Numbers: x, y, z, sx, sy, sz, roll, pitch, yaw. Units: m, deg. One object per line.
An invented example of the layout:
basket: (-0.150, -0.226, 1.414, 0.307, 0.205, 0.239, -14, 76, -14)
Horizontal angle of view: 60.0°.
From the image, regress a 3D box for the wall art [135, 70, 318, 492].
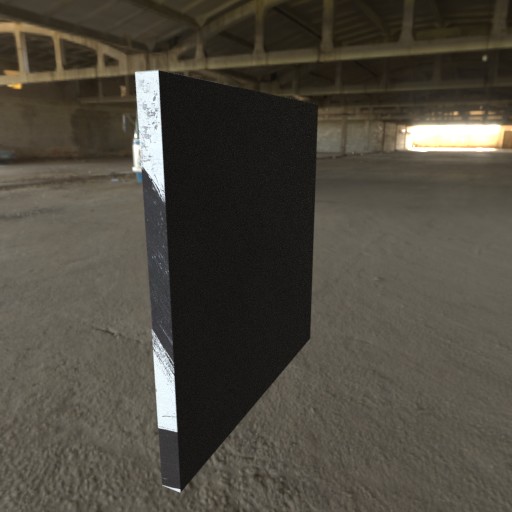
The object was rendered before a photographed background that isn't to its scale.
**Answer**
wall art: (0.000, 0.000, 1.105, 0.046, 0.765, 0.765, 7, 16, 25)
